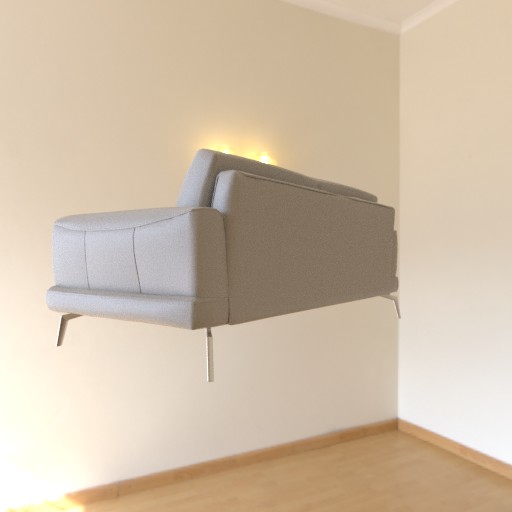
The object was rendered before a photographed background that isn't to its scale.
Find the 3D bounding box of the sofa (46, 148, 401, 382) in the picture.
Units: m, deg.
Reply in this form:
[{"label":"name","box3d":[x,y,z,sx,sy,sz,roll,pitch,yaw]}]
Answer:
[{"label":"sofa","box3d":[0.000,0.000,2.755,1.121,0.930,2.177,0,0,37]}]
